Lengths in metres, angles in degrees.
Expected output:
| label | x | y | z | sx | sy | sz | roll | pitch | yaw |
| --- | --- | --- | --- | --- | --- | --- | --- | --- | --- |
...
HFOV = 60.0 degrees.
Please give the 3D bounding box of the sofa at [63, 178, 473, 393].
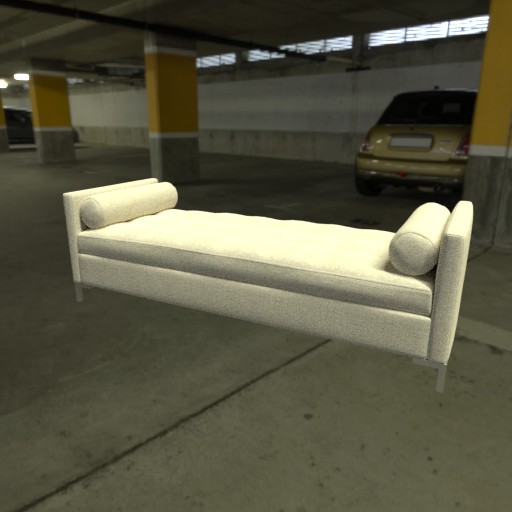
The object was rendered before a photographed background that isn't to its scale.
| label | x | y | z | sx | sy | sz | roll | pitch | yaw |
| --- | --- | --- | --- | --- | --- | --- | --- | --- | --- |
| sofa | 0.000 | 0.000 | 2.461 | 2.102 | 0.655 | 0.797 | 9 | 19 | 26 |
